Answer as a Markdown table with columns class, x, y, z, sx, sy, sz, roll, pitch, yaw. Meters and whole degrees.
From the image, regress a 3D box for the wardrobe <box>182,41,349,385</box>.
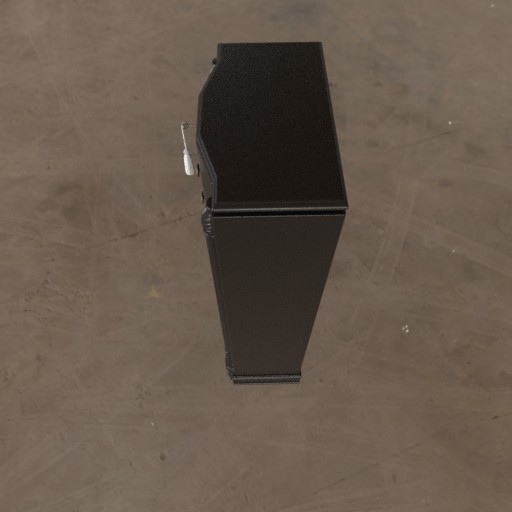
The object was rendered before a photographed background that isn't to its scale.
| class | x | y | z | sx | sy | sz | roll | pitch | yaw |
| --- | --- | --- | --- | --- | --- | --- | --- | --- | --- |
| wardrobe | 0.000 | 0.000 | 1.231 | 0.295 | 1.011 | 0.444 | -1 | 59 | -1 |
